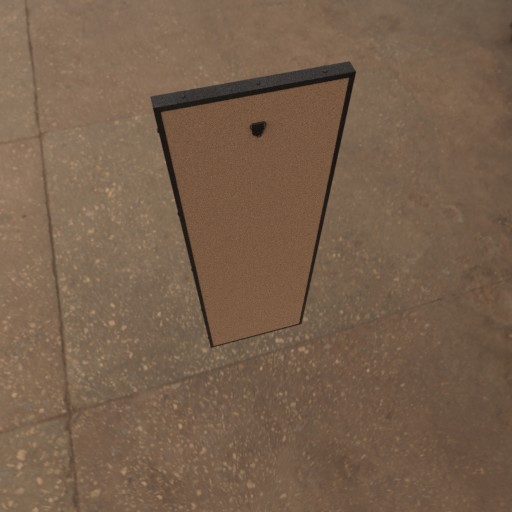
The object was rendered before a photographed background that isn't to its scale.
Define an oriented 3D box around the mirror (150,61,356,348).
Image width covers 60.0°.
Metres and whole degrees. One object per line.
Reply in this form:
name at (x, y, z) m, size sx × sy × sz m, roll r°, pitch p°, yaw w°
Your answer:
mirror at (0.000, 0.000, 1.194) m, size 0.354 × 1.080 × 0.042 m, roll -13°, pitch 59°, yaw -8°
